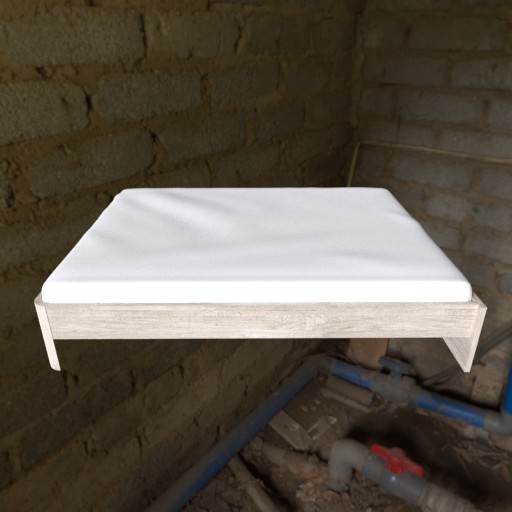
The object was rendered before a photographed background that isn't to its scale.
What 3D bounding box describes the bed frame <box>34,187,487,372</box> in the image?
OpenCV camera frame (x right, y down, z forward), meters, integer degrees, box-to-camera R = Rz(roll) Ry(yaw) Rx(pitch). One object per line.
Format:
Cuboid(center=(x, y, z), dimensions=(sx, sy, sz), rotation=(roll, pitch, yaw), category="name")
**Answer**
Cuboid(center=(0.000, 0.000, 2.595), dimensions=(1.950, 0.462, 1.490), rotation=(0, 26, 0), category="bed frame")
